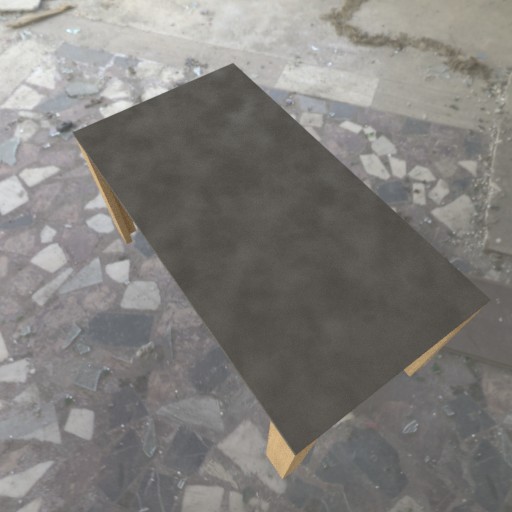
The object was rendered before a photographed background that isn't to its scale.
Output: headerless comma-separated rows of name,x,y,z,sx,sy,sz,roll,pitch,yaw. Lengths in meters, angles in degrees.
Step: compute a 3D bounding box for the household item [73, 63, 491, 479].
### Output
household item,0.000,0.000,2.061,0.850,0.755,1.600,-31,63,-18
